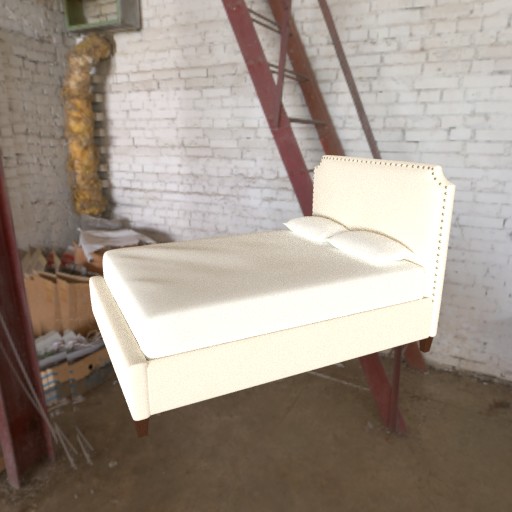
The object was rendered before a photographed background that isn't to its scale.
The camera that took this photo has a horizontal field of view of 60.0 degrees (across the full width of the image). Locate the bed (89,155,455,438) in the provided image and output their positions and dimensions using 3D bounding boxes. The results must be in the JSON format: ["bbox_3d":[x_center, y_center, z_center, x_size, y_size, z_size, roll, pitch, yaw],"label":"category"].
[{"bbox_3d":[0.000,0.000,3.511,2.365,1.443,1.712,-8,18,-26],"label":"bed"}]
